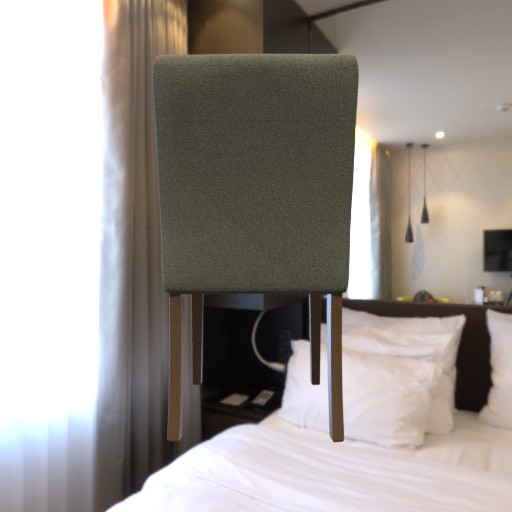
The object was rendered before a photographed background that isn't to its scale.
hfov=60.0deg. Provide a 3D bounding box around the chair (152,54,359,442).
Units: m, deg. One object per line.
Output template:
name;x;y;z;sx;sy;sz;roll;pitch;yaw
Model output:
chair;0.000;0.000;1.238;0.487;0.882;0.629;0;0;0
